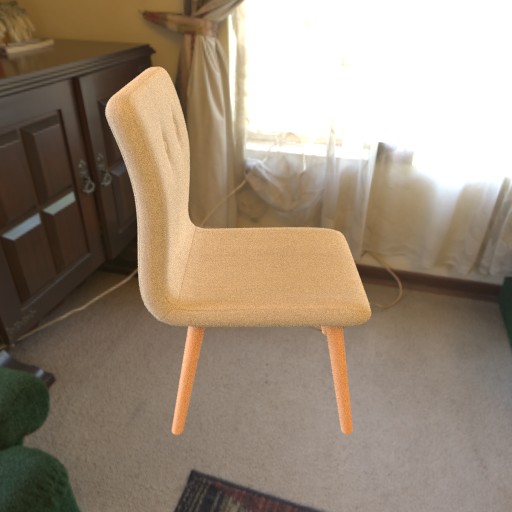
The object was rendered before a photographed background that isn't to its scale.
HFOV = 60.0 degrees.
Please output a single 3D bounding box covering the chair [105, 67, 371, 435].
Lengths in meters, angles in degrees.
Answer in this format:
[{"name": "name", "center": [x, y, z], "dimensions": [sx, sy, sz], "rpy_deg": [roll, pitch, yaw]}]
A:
[{"name": "chair", "center": [0.000, 0.000, 1.172], "dimensions": [0.550, 0.885, 0.435], "rpy_deg": [0, 32, 0]}]
